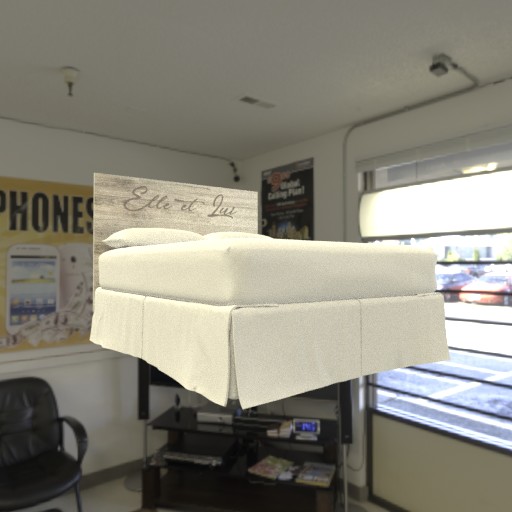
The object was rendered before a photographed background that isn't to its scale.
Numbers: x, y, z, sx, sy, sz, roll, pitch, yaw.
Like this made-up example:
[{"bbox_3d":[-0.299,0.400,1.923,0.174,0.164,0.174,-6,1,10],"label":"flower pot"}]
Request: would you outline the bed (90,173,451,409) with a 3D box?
[{"bbox_3d":[0.000,0.000,3.167,1.745,1.335,2.094,1,-1,-36],"label":"bed"}]
